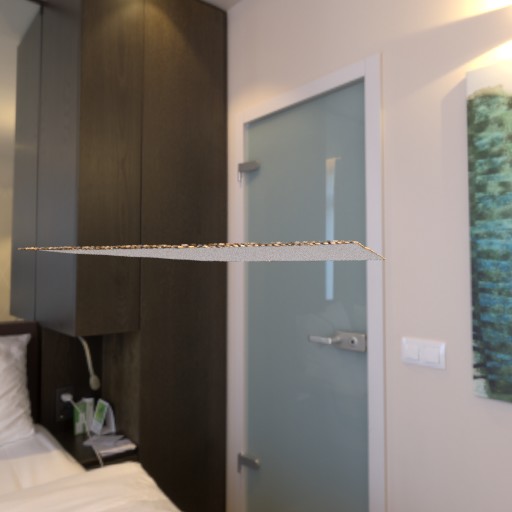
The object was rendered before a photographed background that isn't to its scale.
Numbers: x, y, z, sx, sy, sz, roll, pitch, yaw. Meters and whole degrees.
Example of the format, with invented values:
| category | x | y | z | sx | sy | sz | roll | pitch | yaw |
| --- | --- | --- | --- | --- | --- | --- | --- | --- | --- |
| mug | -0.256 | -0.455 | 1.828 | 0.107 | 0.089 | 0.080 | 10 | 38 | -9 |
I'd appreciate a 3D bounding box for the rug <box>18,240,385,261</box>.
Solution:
| category | x | y | z | sx | sy | sz | roll | pitch | yaw |
| --- | --- | --- | --- | --- | --- | --- | --- | --- | --- |
| rug | 0.000 | 0.000 | 2.293 | 1.218 | 0.017 | 1.861 | -1 | -2 | 19 |
